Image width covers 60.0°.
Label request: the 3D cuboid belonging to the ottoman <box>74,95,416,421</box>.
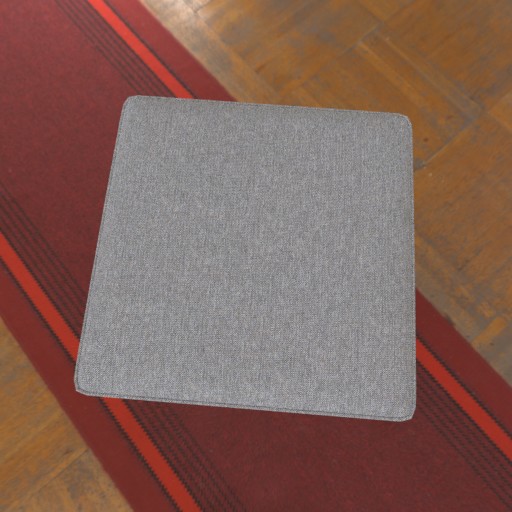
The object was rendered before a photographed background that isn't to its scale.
[{"bbox_3d":[0.000,0.000,1.572,1.005,0.455,1.005,4,75,1],"label":"ottoman"}]
